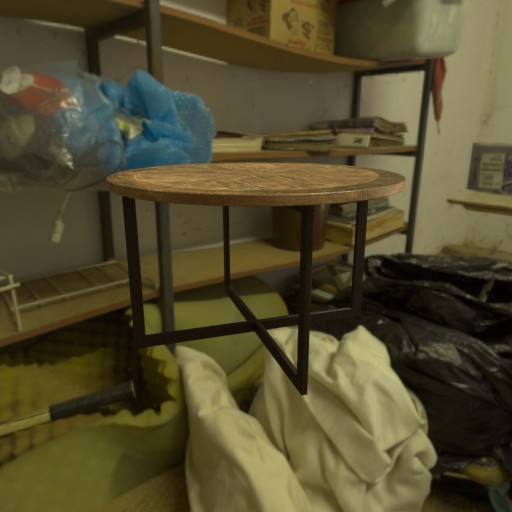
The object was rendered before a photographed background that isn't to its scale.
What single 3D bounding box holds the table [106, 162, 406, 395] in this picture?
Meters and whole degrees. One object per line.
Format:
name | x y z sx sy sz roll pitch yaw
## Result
table | 0.000 0.000 2.071 1.264 0.762 1.264 0 16 0
